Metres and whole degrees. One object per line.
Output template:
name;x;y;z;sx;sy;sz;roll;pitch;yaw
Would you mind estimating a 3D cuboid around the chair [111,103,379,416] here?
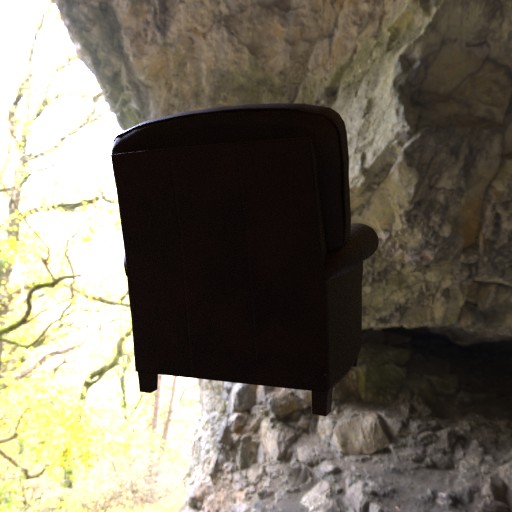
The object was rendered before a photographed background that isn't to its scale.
chair;0.000;0.000;1.821;0.936;1.018;0.986;0;1;20
